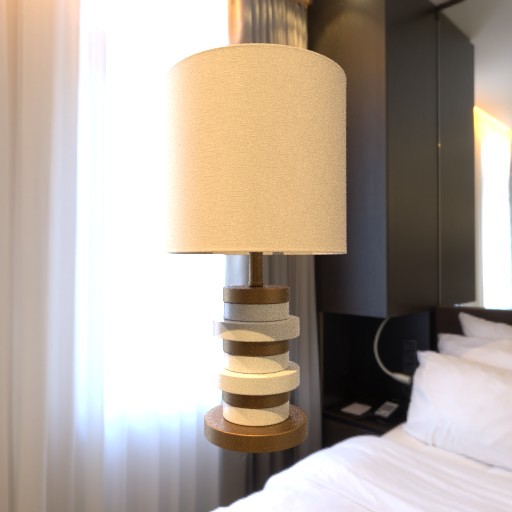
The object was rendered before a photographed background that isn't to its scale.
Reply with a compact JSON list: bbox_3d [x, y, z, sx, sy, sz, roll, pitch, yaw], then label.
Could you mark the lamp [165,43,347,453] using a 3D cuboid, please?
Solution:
[{"bbox_3d":[0.000,0.000,0.523,0.210,0.410,0.210,0,-1,16],"label":"lamp"}]
